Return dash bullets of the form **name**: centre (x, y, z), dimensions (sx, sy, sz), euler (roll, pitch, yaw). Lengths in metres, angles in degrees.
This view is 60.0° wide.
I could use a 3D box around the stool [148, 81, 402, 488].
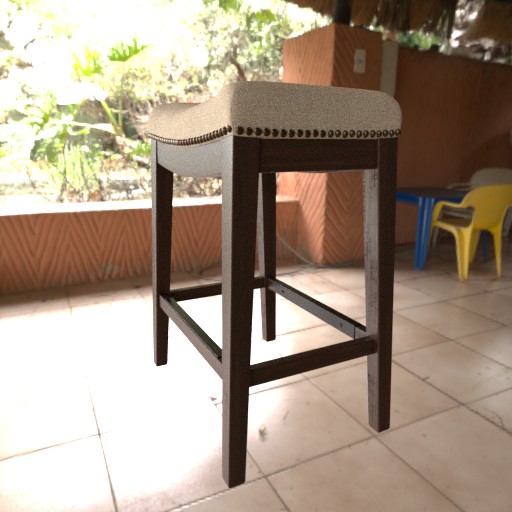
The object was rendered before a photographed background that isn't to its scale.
- **stool**: centre (0.000, 0.000, 0.973), dimensions (0.363, 0.669, 0.509), euler (-7, 16, -26)
